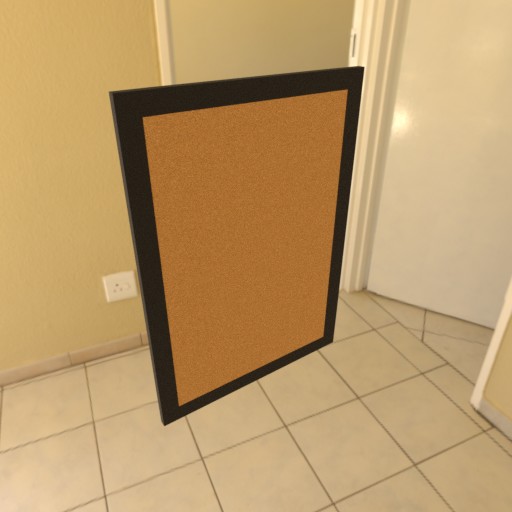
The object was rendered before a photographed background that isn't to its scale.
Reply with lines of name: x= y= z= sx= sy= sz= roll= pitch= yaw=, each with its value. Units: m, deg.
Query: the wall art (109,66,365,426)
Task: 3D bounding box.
wall art: x=0.000 y=0.000 z=0.706 sx=0.380 sy=0.534 sz=0.013 roll=-19 pitch=35 yaw=-29
